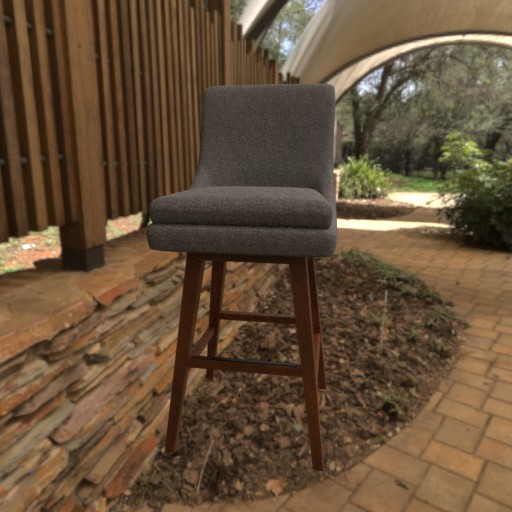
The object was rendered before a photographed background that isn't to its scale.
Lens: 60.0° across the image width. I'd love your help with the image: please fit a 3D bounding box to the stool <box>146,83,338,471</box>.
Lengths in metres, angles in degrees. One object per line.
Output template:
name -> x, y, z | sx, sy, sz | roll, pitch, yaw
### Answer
stool -> 0.000, 0.000, 1.378 | 0.489, 1.068, 0.572 | 2, 14, 10
